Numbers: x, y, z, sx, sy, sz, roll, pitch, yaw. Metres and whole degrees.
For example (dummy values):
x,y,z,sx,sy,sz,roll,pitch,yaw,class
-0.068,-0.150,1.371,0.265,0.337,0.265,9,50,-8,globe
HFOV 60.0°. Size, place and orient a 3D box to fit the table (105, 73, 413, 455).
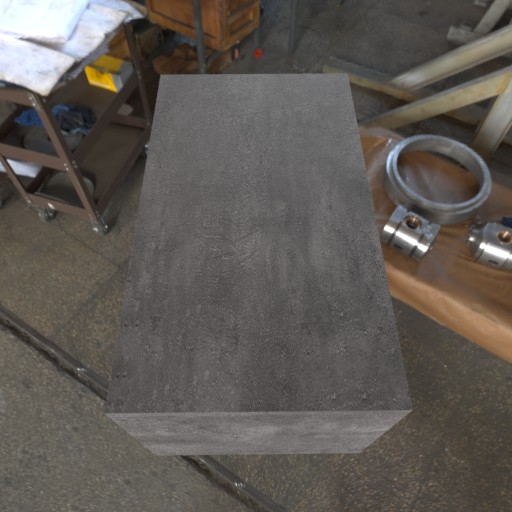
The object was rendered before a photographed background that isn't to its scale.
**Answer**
x,y,z,sx,sy,sz,roll,pitch,yaw,class
0.000,0.000,0.909,0.400,0.350,0.700,-1,58,0,table
